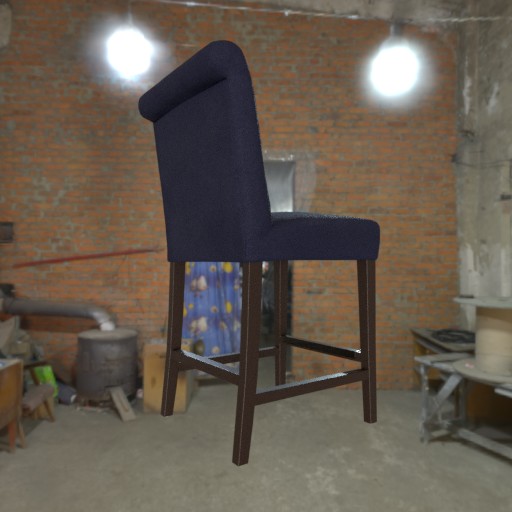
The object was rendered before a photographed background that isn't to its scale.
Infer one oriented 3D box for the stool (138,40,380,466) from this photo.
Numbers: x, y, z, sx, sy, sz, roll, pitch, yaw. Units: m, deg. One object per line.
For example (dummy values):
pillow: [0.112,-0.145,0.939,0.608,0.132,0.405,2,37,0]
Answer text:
stool: [0.000,0.000,1.354,0.601,1.010,0.493,0,-1,-36]
